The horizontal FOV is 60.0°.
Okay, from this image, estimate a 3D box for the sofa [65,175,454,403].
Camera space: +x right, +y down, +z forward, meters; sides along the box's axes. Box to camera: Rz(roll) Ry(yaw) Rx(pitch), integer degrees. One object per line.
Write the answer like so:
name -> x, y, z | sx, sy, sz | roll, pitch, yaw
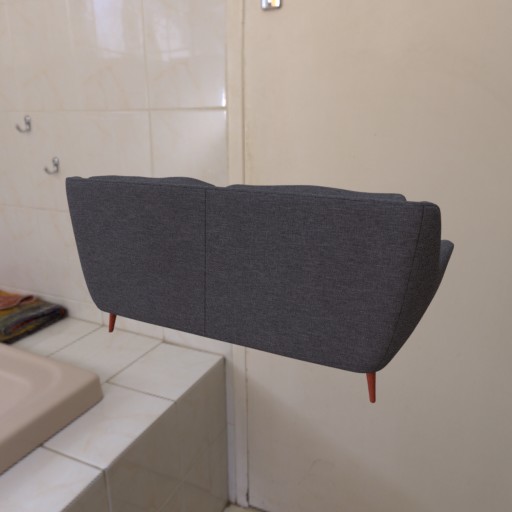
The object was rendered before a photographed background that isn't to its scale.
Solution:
sofa -> 0.000, 0.000, 2.424 | 1.929, 0.896, 0.975 | 8, 18, 26
